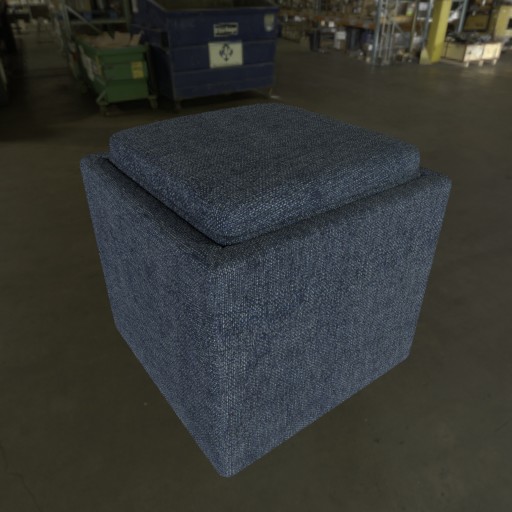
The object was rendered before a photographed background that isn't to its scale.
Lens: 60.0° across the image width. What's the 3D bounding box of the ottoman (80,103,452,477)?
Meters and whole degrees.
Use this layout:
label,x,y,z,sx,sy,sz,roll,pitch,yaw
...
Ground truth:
label,x,y,z,sx,sy,sz,roll,pitch,yaw
ottoman,0.000,0.000,0.821,0.450,0.460,0.450,-21,38,-30
